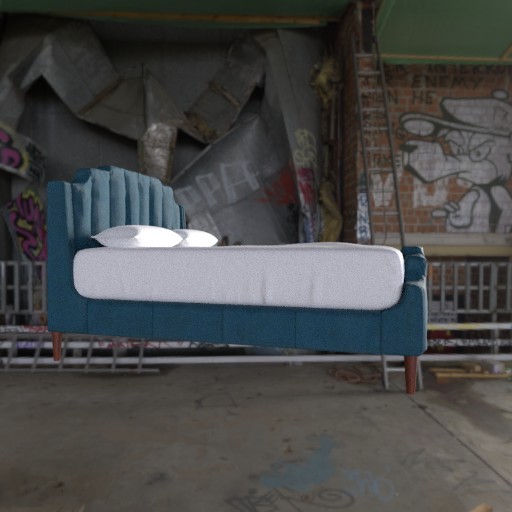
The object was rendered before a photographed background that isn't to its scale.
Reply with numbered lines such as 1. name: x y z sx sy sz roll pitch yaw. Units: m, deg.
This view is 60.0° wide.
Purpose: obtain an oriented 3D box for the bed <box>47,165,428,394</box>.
1. bed: 0.000 0.000 3.302 2.322 1.351 1.676 0 1 18
